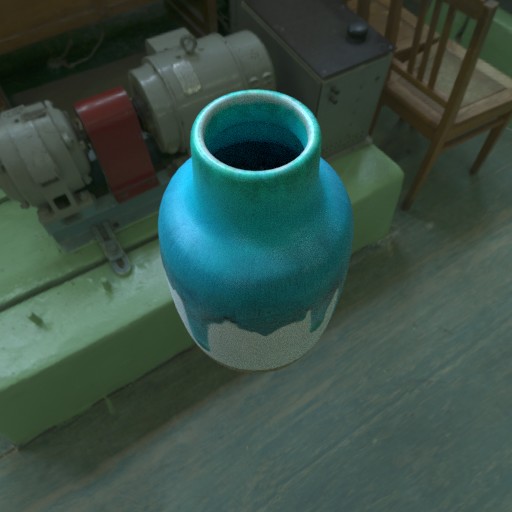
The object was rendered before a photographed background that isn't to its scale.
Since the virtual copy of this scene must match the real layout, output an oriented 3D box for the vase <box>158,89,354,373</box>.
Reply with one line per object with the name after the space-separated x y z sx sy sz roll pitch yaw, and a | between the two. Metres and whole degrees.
0.000 0.000 0.259 0.106 0.192 0.106 0 58 0 | vase
